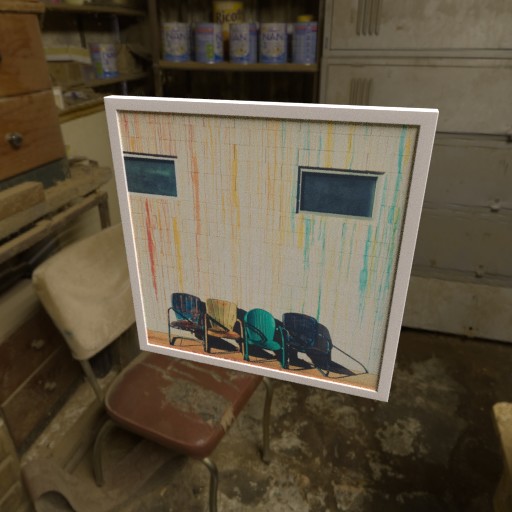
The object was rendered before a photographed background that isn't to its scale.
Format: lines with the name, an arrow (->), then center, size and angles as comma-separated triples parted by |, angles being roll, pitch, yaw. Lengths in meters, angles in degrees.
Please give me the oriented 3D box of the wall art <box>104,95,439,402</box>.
wall art -> 0.000, 0.000, 1.154 | 0.760, 0.760, 0.036 | 8, 28, 15
